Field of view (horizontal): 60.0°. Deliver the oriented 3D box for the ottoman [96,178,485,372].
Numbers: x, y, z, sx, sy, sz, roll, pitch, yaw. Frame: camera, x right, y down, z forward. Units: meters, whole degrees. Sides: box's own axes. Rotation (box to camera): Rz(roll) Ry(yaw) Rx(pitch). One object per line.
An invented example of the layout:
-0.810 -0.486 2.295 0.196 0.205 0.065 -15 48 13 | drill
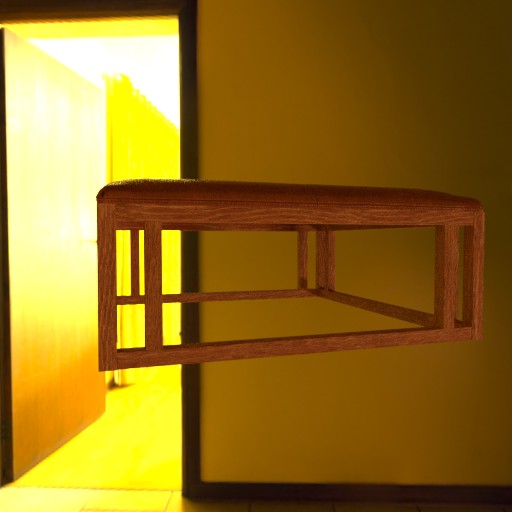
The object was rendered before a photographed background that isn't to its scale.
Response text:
0.000 0.000 1.555 1.016 0.442 1.013 -1 2 -17 | ottoman
